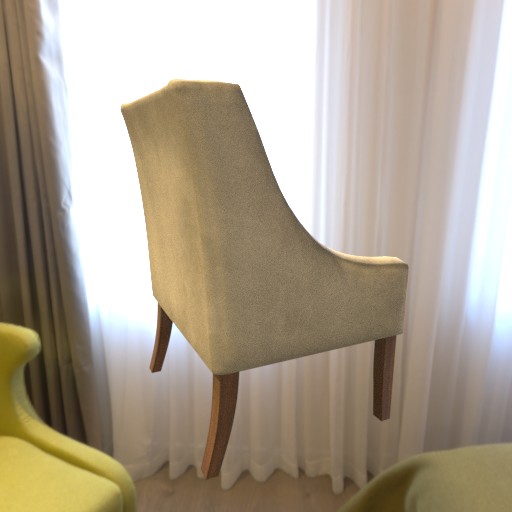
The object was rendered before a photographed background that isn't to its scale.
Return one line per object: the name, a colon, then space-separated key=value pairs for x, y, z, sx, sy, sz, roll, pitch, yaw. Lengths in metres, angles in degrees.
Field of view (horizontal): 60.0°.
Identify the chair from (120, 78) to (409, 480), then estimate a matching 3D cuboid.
chair: x=0.000 y=0.000 z=1.312 sx=0.629 sy=0.895 sz=0.629 roll=-7 pitch=16 yaw=-25
